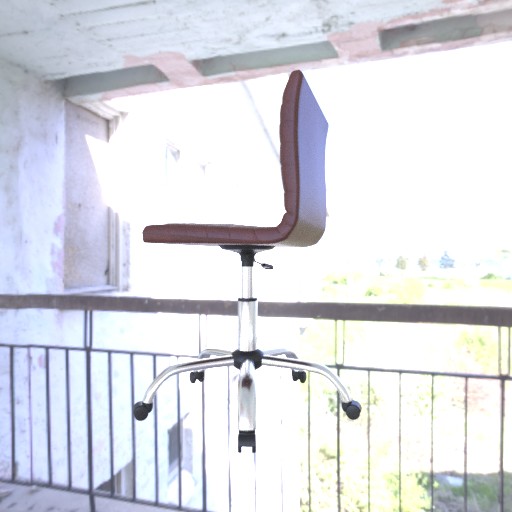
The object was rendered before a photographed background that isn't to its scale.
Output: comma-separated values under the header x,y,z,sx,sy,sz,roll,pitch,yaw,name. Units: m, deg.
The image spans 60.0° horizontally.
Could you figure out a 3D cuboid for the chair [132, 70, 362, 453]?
x,y,z,sx,sy,sz,roll,pitch,yaw,name
0.000,0.000,1.143,0.530,0.780,0.556,0,0,18,chair
